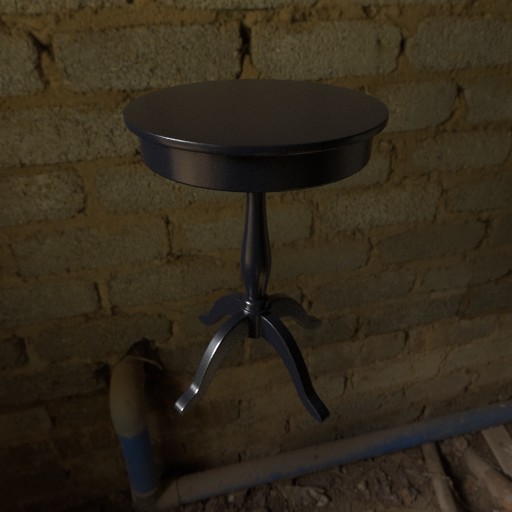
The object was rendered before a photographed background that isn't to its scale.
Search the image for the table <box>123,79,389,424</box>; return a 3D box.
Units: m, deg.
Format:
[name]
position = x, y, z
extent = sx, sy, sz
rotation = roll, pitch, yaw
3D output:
[table]
position = 0.000, 0.000, 0.994
extent = 0.481, 0.665, 0.481
rotation = 0, 32, 0
